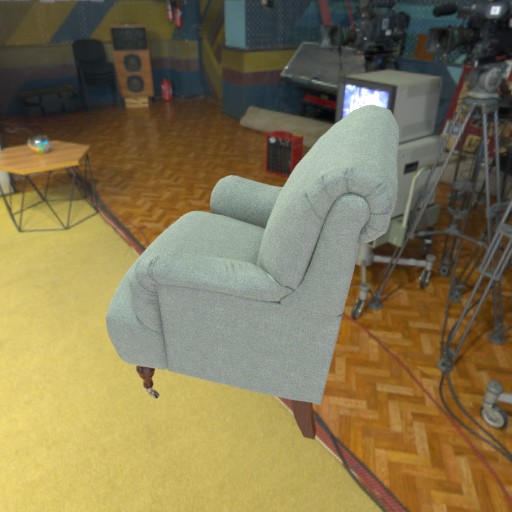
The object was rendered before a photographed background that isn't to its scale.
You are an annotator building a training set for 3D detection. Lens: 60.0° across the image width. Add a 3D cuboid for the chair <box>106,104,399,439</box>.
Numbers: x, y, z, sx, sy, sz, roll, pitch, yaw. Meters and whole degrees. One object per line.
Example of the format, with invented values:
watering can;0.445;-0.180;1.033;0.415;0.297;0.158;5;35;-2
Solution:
chair;0.000;0.000;1.957;1.060;1.178;0.964;8;31;14
